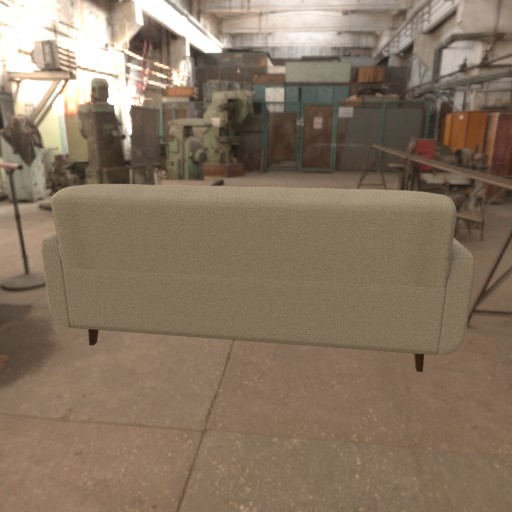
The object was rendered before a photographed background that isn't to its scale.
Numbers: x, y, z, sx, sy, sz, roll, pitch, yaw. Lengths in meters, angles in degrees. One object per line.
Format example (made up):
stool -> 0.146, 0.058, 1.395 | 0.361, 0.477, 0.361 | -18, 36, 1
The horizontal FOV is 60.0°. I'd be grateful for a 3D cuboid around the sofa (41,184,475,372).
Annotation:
sofa -> 0.000, 0.000, 2.588 | 2.137, 0.892, 0.980 | 3, 17, 9
